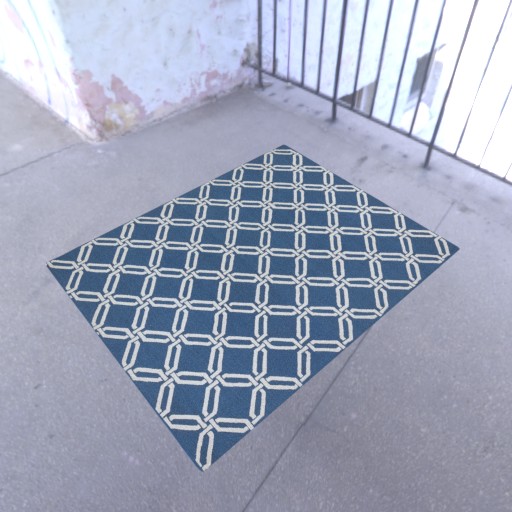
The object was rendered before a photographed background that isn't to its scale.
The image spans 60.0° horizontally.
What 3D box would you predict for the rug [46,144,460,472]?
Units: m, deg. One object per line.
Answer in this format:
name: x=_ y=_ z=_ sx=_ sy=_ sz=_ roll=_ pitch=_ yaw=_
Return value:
rug: x=0.000 y=0.000 z=3.887 sx=2.867 sy=0.020 sz=2.277 roll=-33 pitch=54 yaw=-27
